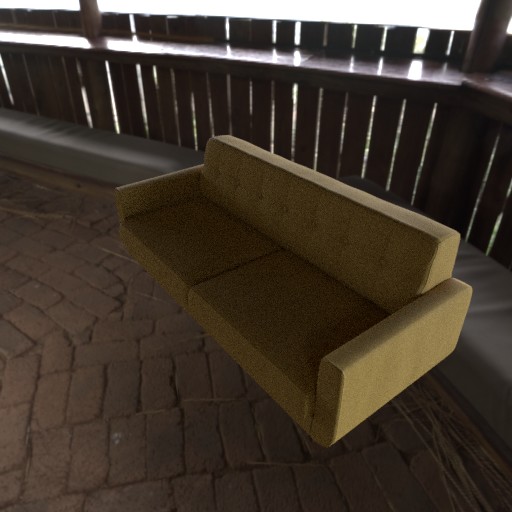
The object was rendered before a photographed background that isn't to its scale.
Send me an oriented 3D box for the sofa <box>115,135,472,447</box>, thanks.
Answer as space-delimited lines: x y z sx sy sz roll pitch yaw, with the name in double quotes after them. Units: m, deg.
0.000 0.000 2.501 0.909 0.841 2.029 -22 38 -31 "sofa"
